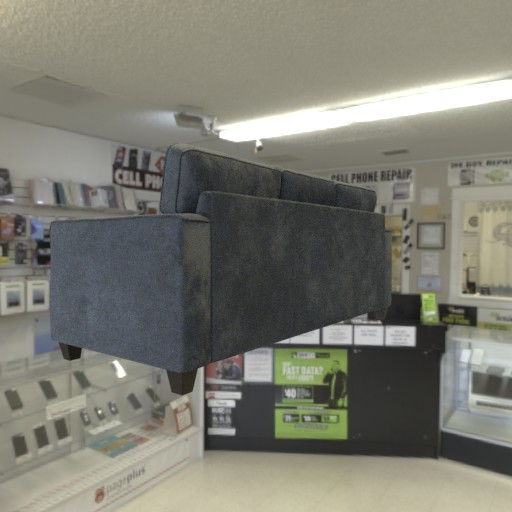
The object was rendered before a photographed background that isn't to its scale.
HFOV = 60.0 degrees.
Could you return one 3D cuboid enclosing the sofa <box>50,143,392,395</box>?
[{"bbox_3d":[0.000,0.000,2.688,0.939,0.965,2.133,1,2,37],"label":"sofa"}]
